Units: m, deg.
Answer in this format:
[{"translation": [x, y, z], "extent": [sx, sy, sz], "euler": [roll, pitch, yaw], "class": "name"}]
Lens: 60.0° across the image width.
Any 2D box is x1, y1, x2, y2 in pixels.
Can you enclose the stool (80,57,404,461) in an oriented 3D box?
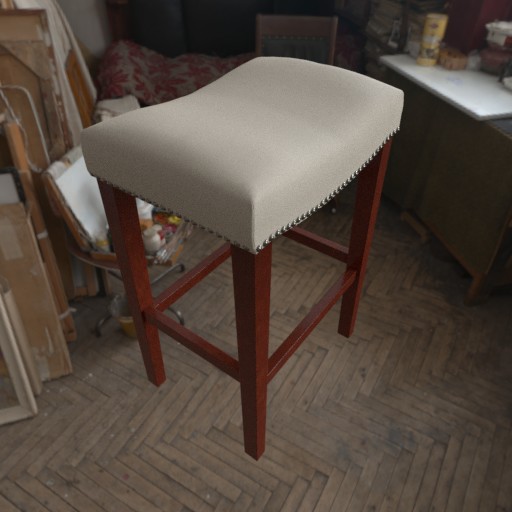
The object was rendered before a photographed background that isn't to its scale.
[{"translation": [0.000, 0.000, 1.014], "extent": [0.372, 0.742, 0.504], "euler": [26, 47, 27], "class": "stool"}]
